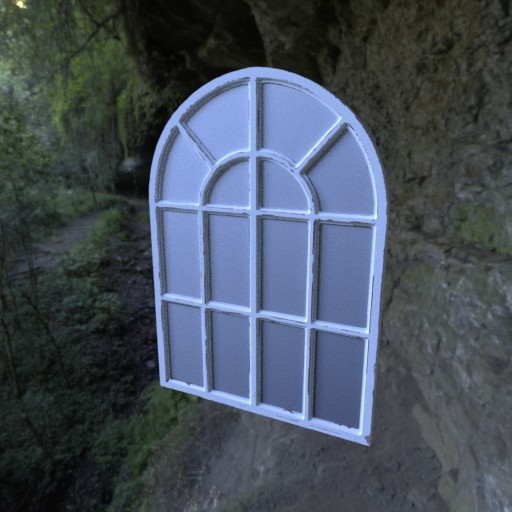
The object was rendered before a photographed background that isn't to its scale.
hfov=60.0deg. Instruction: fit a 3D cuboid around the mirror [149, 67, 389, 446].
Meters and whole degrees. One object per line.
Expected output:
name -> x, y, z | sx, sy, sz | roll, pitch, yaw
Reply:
mirror -> 0.000, 0.000, 1.166 | 0.660, 0.920, 0.032 | 7, 16, 25
